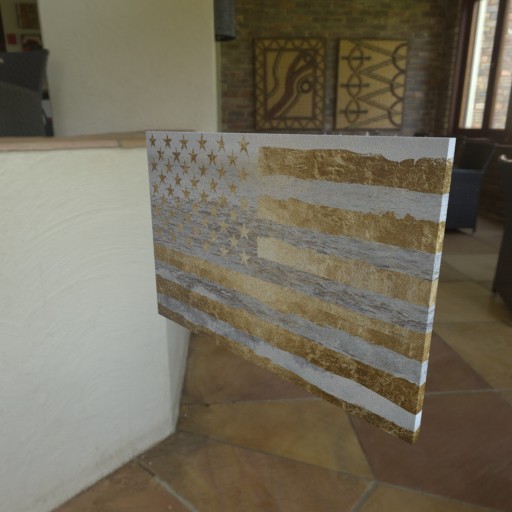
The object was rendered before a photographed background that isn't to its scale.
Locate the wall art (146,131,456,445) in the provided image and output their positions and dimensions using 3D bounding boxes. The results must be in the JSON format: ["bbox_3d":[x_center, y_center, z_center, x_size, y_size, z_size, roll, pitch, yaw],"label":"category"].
[{"bbox_3d":[0.000,0.000,1.147,0.932,0.610,0.027,16,23,42],"label":"wall art"}]
